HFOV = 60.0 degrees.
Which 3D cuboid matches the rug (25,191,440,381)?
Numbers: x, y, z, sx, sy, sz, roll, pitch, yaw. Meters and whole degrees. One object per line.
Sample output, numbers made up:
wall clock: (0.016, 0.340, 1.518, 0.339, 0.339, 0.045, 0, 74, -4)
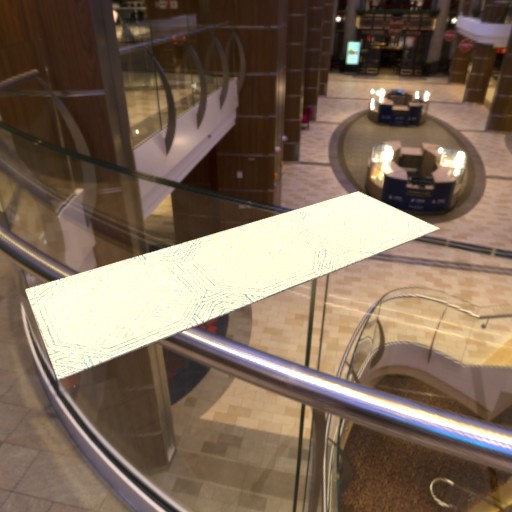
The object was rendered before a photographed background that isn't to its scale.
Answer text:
rug: (0.000, 0.000, 2.674, 2.452, 0.012, 0.775, -19, 36, -28)
